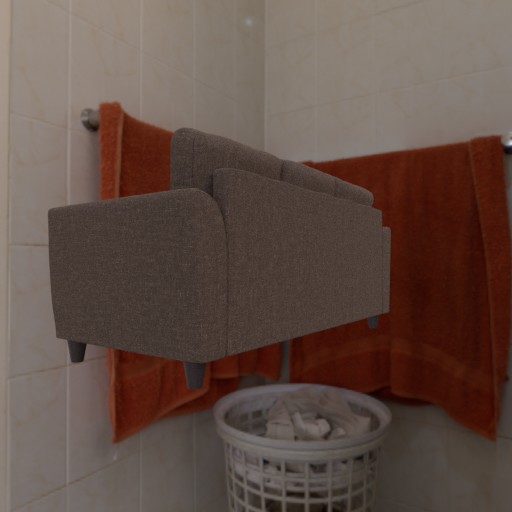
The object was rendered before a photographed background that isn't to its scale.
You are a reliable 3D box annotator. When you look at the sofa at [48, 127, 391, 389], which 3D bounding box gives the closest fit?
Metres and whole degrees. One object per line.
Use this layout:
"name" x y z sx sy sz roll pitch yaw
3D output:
"sofa" 0.000 0.000 2.327 0.837 0.891 1.847 -1 -1 35
